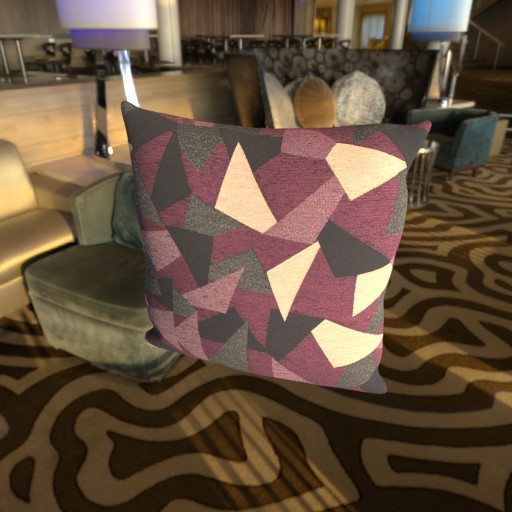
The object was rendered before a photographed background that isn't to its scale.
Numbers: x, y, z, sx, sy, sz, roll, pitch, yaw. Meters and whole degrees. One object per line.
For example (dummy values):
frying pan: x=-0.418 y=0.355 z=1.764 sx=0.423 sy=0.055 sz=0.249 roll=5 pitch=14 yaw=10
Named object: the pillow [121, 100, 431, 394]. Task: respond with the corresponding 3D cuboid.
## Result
pillow: x=0.000 y=0.000 z=0.773 sx=0.503 sy=0.496 sz=0.208 roll=8 pitch=27 yaw=16
